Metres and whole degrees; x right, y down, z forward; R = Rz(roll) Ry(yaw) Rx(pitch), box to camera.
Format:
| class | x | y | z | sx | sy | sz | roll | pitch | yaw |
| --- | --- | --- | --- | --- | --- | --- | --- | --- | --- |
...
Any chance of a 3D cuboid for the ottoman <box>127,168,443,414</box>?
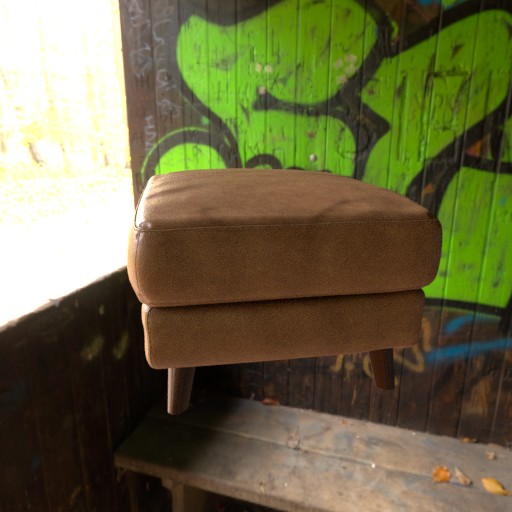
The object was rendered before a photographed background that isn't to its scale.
| class | x | y | z | sx | sy | sz | roll | pitch | yaw |
| --- | --- | --- | --- | --- | --- | --- | --- | --- | --- |
| ottoman | 0.000 | 0.000 | 1.236 | 0.630 | 0.461 | 0.869 | -3 | 16 | -10 |
